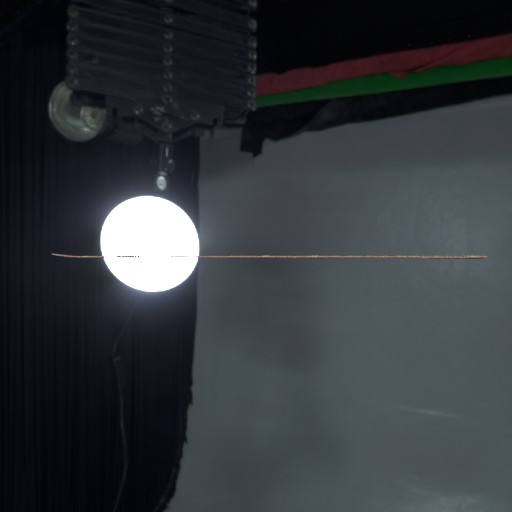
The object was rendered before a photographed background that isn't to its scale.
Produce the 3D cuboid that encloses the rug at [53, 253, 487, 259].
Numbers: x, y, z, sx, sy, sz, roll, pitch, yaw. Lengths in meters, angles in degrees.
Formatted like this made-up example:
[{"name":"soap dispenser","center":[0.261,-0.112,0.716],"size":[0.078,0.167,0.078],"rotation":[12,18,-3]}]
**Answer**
[{"name":"rug","center":[0.000,0.000,2.720],"size":[2.444,0.030,0.799],"rotation":[0,0,20]}]
